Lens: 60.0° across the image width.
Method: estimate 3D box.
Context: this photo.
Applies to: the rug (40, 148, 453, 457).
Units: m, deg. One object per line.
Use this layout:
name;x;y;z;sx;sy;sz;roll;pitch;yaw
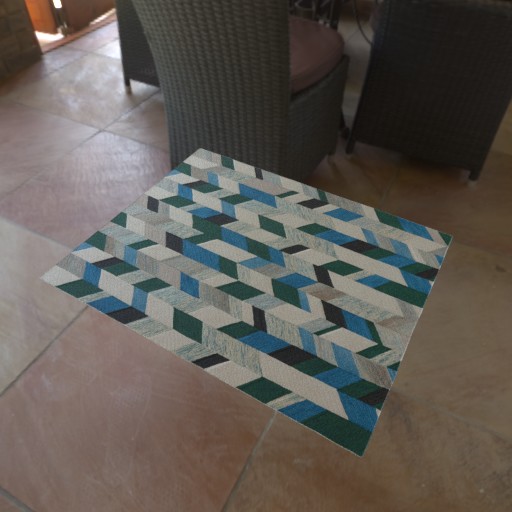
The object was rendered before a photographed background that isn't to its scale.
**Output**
rug;0.000;0.000;4.120;3.036;0.008;2.440;23;50;21
